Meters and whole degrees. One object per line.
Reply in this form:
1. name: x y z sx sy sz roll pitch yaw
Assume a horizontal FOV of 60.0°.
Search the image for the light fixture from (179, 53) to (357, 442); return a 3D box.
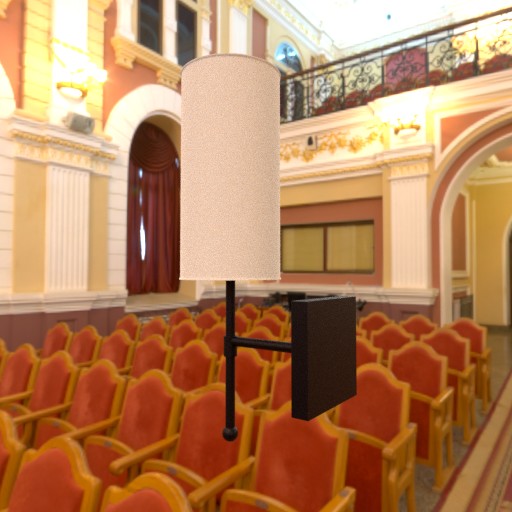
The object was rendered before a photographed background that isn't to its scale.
1. light fixture: 0.000 0.000 0.539 0.208 0.462 0.128 -2 -3 36
